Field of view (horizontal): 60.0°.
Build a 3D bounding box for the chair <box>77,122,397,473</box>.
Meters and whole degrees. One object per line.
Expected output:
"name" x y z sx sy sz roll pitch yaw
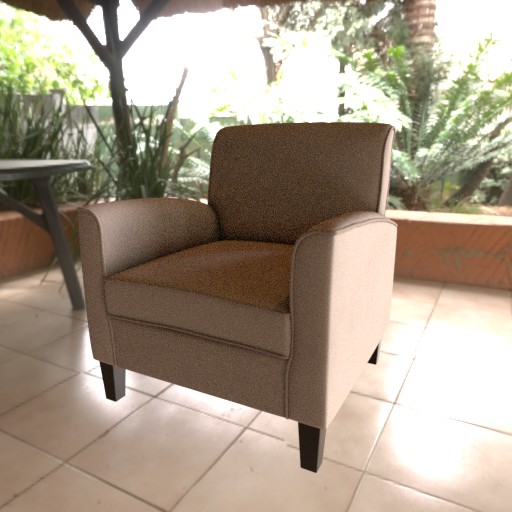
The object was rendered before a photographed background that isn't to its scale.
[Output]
"chair" 0.000 0.000 1.531 0.820 0.915 0.820 7 16 27
